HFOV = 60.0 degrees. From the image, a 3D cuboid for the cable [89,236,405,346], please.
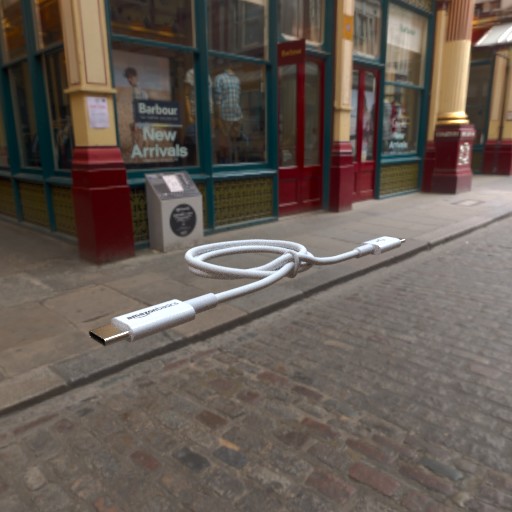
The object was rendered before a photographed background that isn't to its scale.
[{"bbox_3d":[0.000,0.000,0.229,0.070,0.014,0.203,13,19,42],"label":"cable"}]
